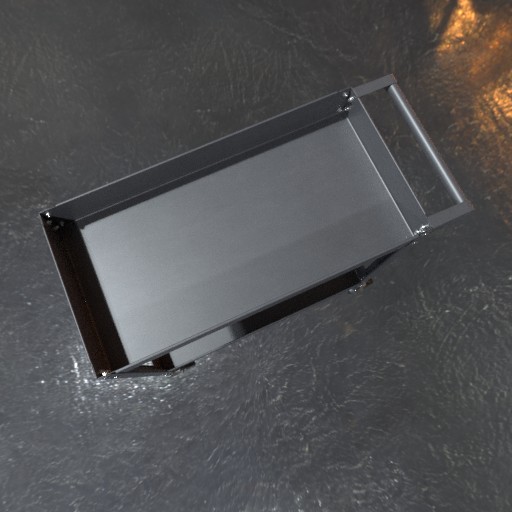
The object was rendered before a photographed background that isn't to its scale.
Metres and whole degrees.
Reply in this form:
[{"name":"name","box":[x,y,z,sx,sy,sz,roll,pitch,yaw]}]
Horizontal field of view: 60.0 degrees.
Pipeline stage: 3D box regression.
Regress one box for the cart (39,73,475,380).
[{"name":"cart","box":[0.000,0.000,1.185,0.779,0.719,0.366,-24,77,-6]}]
